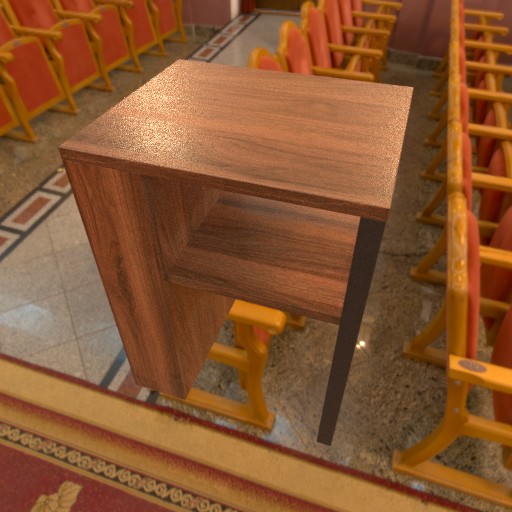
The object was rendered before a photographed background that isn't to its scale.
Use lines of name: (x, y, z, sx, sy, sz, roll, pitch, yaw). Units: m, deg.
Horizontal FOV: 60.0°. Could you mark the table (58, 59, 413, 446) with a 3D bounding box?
table: (0.000, 0.000, 1.554, 0.786, 1.041, 0.660, 13, 44, 14)
